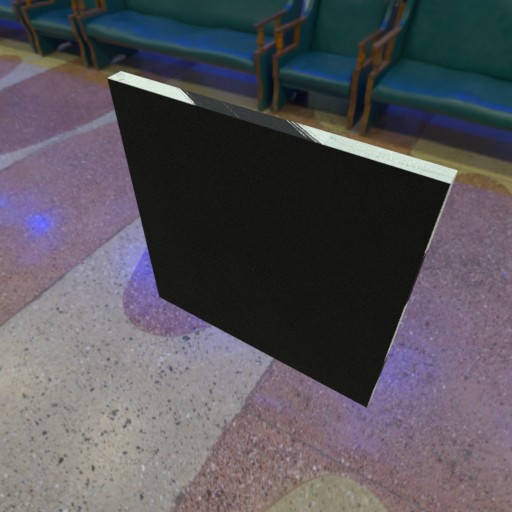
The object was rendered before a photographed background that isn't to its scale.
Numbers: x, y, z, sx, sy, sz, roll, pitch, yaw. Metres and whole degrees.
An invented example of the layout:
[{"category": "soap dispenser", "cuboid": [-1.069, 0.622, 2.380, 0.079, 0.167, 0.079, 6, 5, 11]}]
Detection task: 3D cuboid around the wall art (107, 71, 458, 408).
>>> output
[{"category": "wall art", "cuboid": [0.000, 0.000, 1.137, 0.765, 0.765, 0.046, 24, 49, 22]}]
